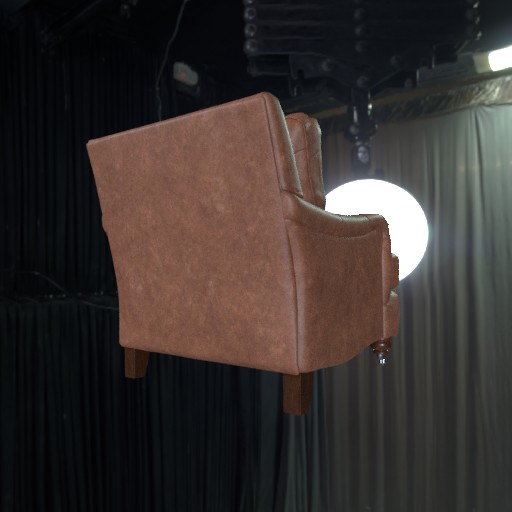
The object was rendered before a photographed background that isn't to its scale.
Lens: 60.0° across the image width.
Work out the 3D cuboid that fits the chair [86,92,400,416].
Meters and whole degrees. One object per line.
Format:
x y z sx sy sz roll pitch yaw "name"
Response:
0.000 0.000 1.988 0.986 1.055 1.158 -1 -2 36 "chair"
